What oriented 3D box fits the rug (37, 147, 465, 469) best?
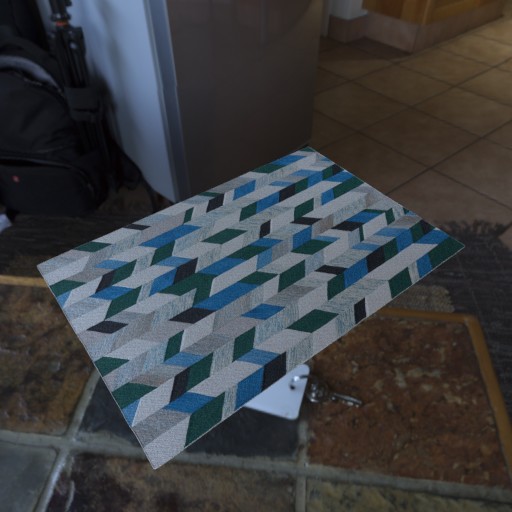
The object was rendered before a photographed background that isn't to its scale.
[{"bbox_3d":[0.000,0.000,2.265,1.827,0.005,1.229,-29,52,-25],"label":"rug"}]
